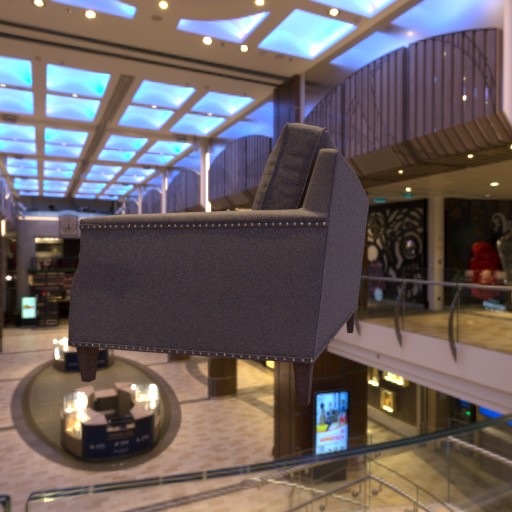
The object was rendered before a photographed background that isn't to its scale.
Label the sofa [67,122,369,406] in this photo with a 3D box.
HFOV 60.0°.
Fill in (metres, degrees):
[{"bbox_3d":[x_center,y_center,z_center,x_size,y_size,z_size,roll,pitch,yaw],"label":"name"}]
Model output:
[{"bbox_3d":[0.000,0.000,2.329,1.084,1.003,1.597,0,0,18],"label":"sofa"}]
